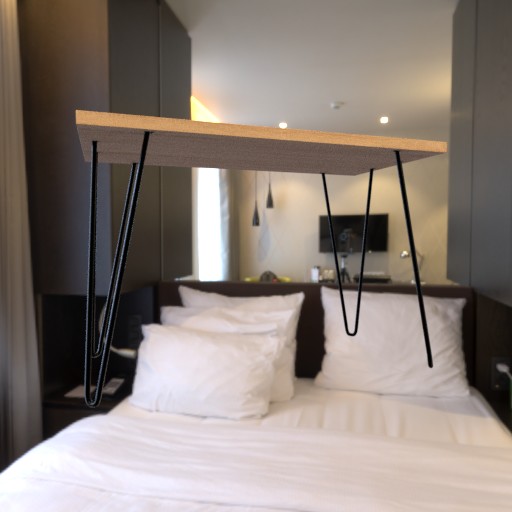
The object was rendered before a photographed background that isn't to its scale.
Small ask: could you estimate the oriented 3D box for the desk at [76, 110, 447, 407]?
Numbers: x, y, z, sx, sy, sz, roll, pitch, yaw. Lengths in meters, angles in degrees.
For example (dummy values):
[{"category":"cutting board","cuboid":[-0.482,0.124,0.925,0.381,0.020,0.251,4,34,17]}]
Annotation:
[{"category":"desk","cuboid":[0.000,0.000,1.364,0.991,0.660,0.499,-1,2,-19]}]
